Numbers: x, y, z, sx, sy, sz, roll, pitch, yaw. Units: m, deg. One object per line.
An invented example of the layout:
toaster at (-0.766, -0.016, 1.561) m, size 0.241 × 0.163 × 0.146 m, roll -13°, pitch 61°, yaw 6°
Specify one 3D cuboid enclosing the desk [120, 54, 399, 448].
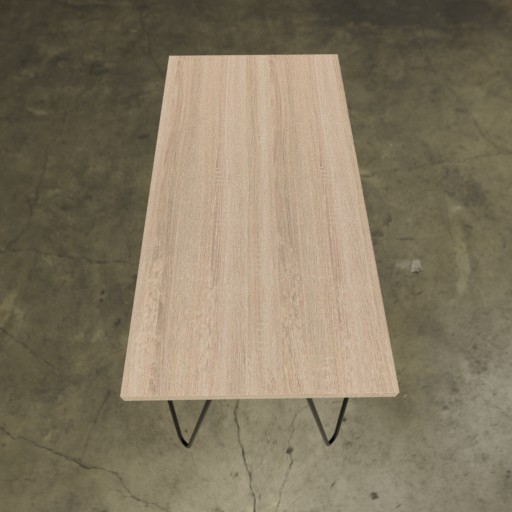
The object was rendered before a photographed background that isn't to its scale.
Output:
desk at (0.000, 0.000, 1.332) m, size 0.499 × 0.660 × 0.991 m, roll -1°, pitch 58°, yaw 0°
